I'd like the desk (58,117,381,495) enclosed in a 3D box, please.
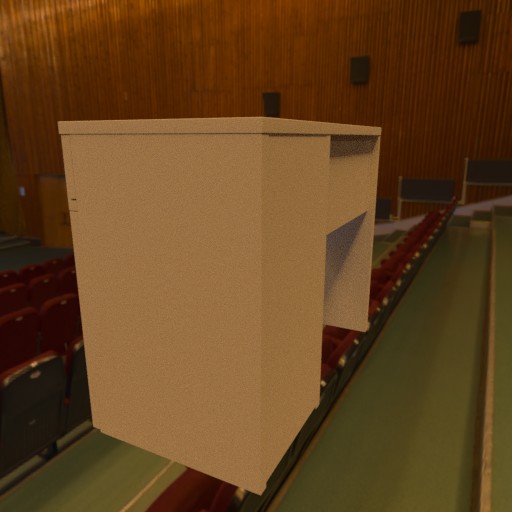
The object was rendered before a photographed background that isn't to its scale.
[{"bbox_3d":[0.000,0.000,1.290,0.482,0.730,0.898,8,17,26],"label":"desk"}]
